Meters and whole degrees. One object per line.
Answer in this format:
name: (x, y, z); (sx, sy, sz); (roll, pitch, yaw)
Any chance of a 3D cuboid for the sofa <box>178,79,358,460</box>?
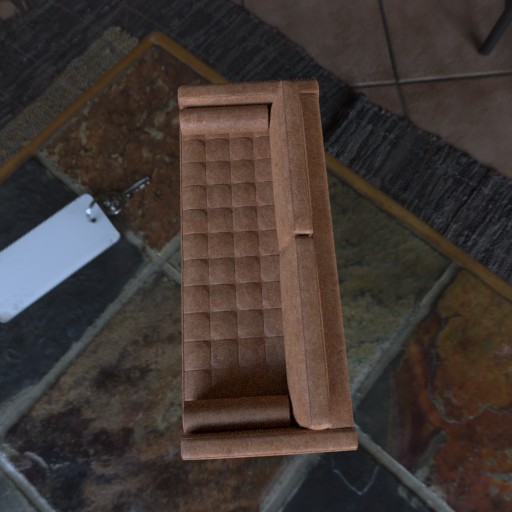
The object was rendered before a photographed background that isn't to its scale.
sofa: (0.000, 0.000, 2.684); (0.919, 0.770, 2.200); (-3, 74, -1)
